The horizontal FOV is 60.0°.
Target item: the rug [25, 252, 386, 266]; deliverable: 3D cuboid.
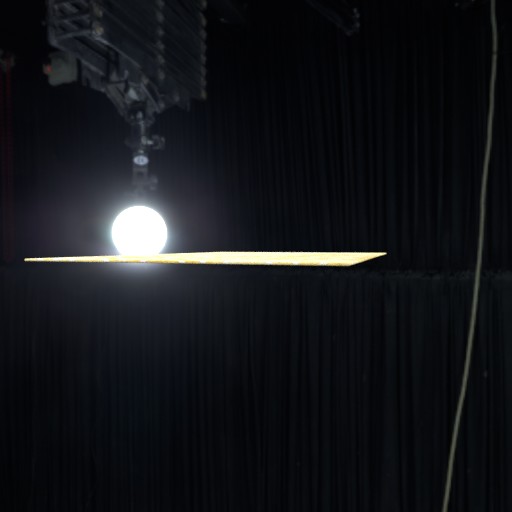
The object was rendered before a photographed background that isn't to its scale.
[{"bbox_3d":[0.000,0.000,2.320,1.213,0.010,1.829,0,1,20],"label":"rug"}]
